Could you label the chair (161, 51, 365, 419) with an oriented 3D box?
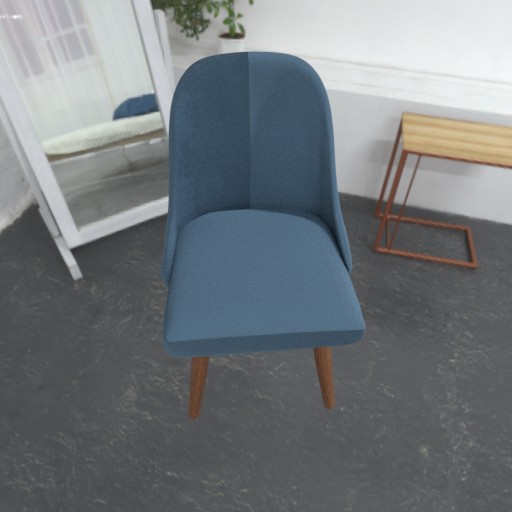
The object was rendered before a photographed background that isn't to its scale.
[{"bbox_3d":[0.000,0.000,1.235,0.503,0.882,0.589,-3,47,-3],"label":"chair"}]
